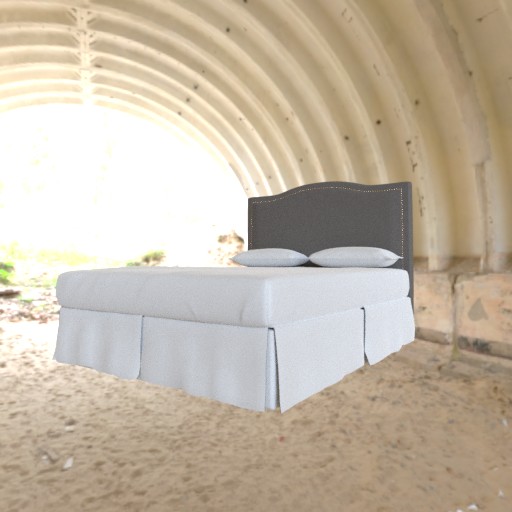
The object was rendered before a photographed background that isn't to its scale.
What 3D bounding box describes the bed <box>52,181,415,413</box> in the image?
[{"bbox_3d":[0.000,0.000,3.363,1.821,1.436,2.282,0,-1,35],"label":"bed"}]
